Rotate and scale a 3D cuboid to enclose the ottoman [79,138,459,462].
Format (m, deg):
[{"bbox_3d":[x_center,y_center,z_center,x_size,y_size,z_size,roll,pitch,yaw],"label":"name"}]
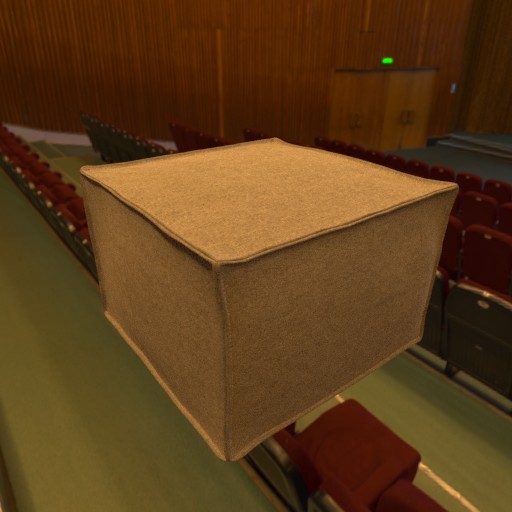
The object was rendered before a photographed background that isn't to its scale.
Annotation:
[{"bbox_3d":[0.000,0.000,1.178,0.696,0.470,0.707,-19,33,-32],"label":"ottoman"}]
